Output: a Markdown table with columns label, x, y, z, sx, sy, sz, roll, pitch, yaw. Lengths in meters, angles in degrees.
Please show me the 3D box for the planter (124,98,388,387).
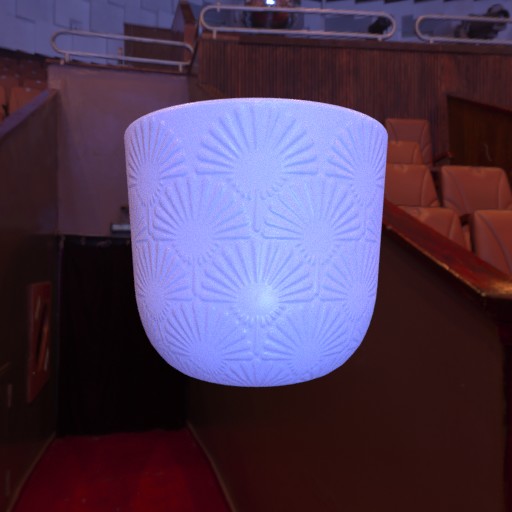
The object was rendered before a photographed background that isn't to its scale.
| label | x | y | z | sx | sy | sz | roll | pitch | yaw |
| --- | --- | --- | --- | --- | --- | --- | --- | --- | --- |
| planter | 0.000 | 0.000 | 0.297 | 0.170 | 0.152 | 0.170 | 0 | 0 | 0 |
